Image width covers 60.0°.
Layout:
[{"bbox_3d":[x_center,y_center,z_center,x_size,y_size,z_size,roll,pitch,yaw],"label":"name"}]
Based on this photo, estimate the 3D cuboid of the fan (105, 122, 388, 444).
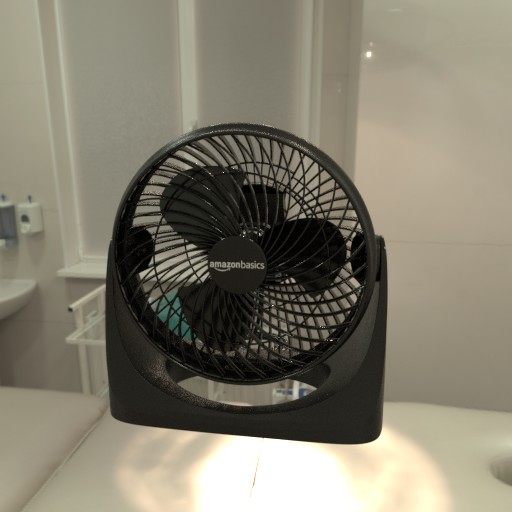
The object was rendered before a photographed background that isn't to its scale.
[{"bbox_3d":[0.000,0.000,0.494,0.273,0.277,0.256,2,14,8],"label":"fan"}]
